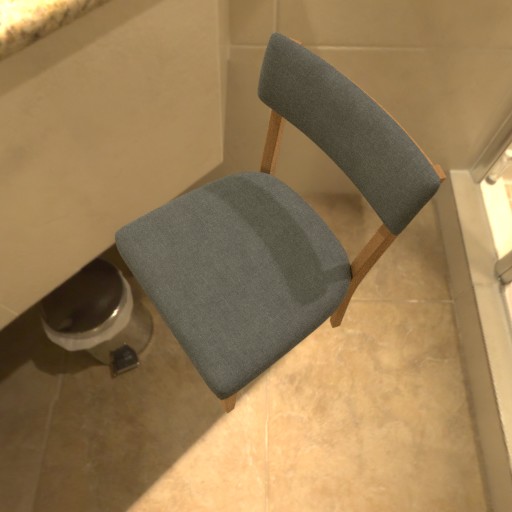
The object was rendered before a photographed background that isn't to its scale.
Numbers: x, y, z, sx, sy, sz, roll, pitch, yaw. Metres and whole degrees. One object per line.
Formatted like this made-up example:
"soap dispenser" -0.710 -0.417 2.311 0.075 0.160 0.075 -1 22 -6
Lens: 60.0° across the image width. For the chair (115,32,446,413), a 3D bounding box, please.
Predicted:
"chair" 0.000 0.000 1.161 0.572 0.832 0.508 -33 69 -15
